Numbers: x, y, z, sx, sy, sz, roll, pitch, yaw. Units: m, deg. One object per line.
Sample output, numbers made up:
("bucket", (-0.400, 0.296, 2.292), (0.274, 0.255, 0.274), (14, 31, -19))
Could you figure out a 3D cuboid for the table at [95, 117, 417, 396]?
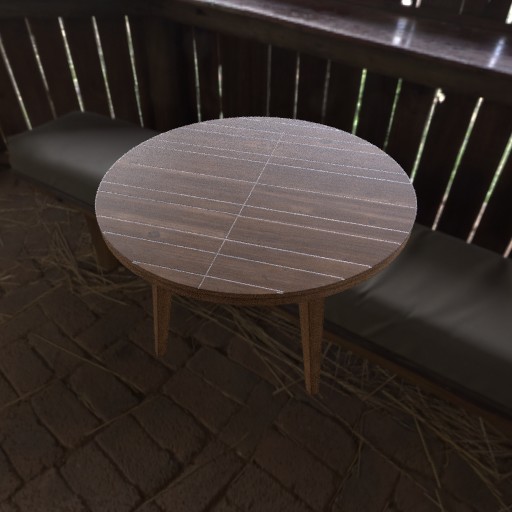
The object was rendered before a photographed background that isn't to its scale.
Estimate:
("table", (0.000, 0.000, 1.985), (1.213, 0.764, 1.213), (0, 41, 0))
